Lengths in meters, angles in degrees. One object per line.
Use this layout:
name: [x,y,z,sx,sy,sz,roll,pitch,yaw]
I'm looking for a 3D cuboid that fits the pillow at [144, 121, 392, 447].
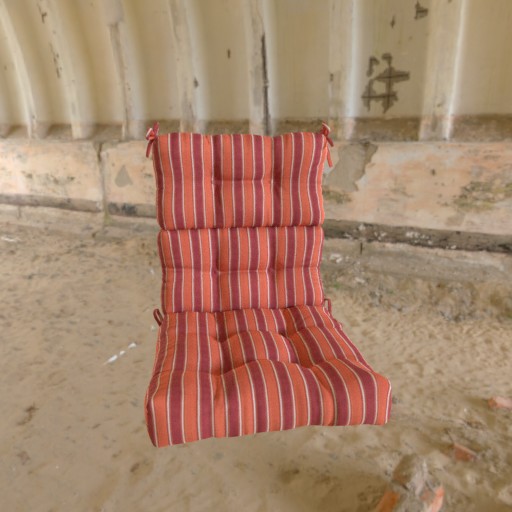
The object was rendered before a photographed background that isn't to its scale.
pillow: [0.000,0.000,1.028,0.519,0.605,0.571,-2,16,-8]
